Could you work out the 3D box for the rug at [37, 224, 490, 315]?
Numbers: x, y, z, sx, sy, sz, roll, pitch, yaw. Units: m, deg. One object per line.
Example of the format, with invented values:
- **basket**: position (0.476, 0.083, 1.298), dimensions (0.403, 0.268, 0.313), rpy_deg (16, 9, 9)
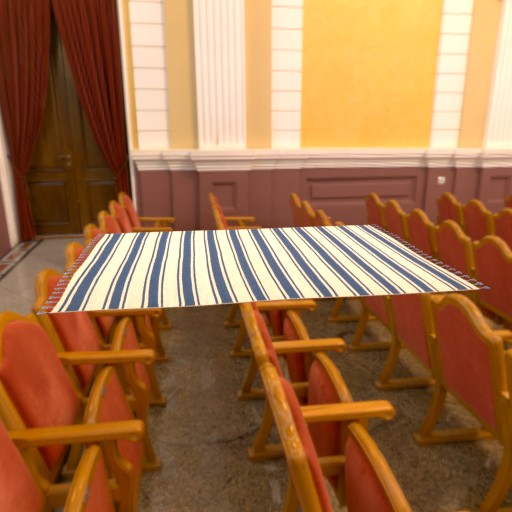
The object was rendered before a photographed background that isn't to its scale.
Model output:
- **rug**: position (0.000, 0.000, 2.926), dimensions (2.315, 0.010, 1.544), rpy_deg (-2, 17, -8)
